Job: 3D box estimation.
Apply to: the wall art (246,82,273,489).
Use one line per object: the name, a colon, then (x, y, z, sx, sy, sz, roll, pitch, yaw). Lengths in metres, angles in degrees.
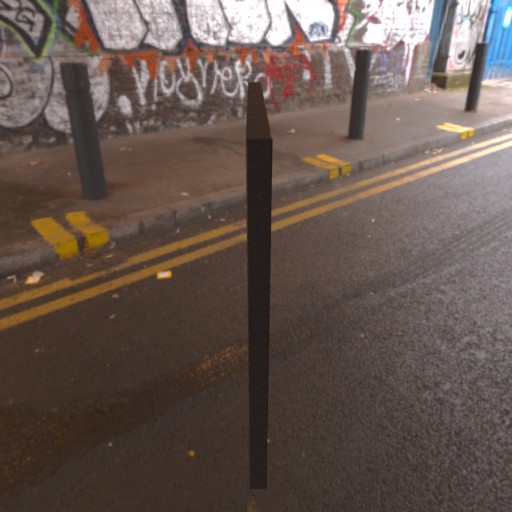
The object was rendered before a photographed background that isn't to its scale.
wall art: (0.000, 0.000, 1.140, 0.038, 0.762, 0.762, 0, 27, -1)
